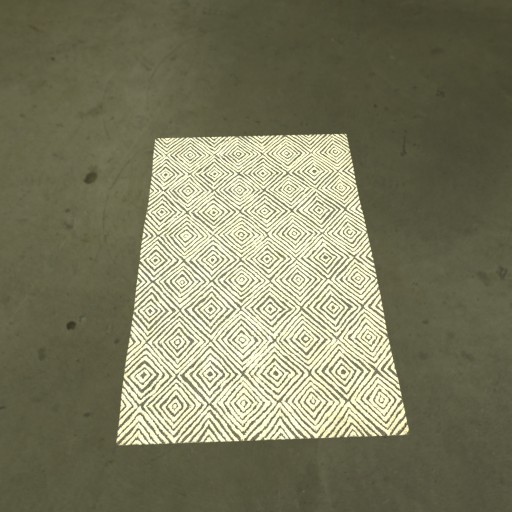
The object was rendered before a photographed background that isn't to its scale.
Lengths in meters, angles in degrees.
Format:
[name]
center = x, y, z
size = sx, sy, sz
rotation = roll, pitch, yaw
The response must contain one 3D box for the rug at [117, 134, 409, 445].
[rug]
center = 0.000, 0.000, 2.243
size = 1.177, 0.004, 1.750
rotation = -2, 57, -1
